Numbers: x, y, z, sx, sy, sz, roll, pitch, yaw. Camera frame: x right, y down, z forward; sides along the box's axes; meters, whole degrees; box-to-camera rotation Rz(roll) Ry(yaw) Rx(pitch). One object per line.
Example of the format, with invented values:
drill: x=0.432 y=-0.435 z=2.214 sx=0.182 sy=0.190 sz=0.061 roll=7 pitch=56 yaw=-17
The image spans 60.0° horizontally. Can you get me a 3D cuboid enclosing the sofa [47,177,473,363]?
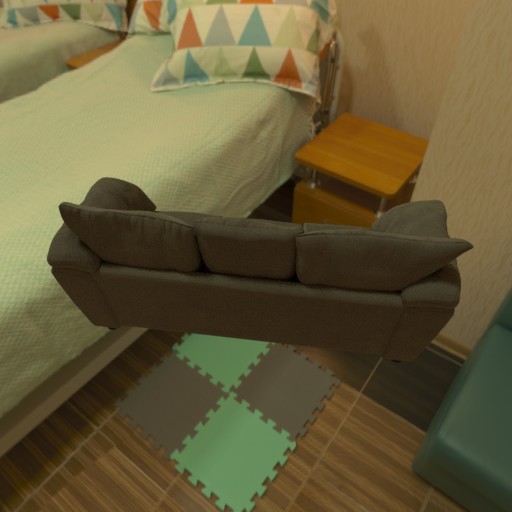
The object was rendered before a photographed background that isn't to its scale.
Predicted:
sofa: x=0.000 y=0.000 z=2.817 sx=2.336 sy=1.073 sz=0.878 roll=5 pitch=46 yaw=5
